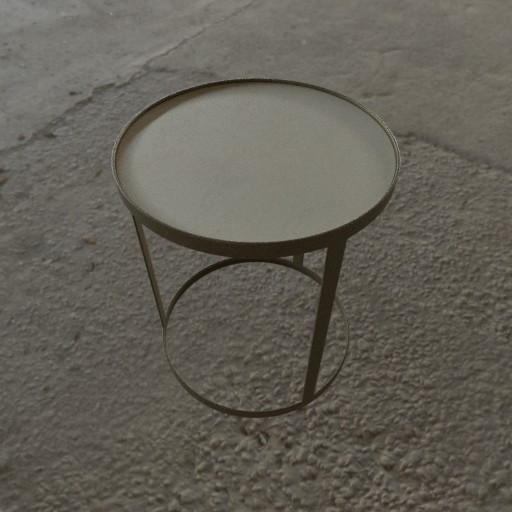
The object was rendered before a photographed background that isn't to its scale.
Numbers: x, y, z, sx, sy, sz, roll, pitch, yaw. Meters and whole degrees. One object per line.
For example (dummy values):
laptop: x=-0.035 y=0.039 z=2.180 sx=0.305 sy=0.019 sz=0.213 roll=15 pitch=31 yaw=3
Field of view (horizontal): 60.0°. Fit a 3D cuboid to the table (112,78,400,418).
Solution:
table: x=0.000 y=0.000 z=0.960 sx=0.480 sy=0.565 sz=0.480 roll=0 pitch=47 yaw=0
